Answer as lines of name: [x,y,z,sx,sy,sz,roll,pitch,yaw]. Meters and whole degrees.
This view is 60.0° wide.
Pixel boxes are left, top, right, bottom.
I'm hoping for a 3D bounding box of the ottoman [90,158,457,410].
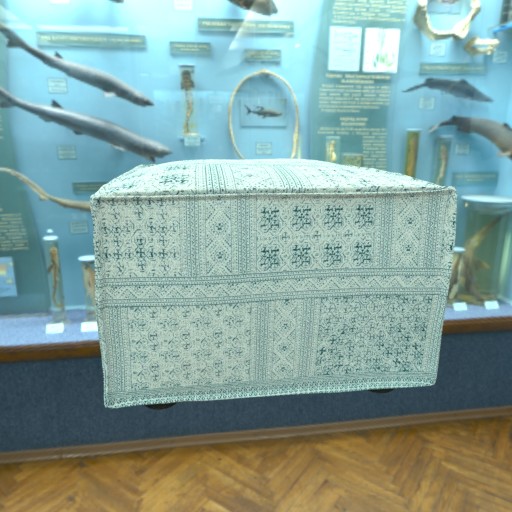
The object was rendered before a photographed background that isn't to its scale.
ottoman: [0.000,0.000,1.043,0.626,0.439,0.617,-2,16,-7]
